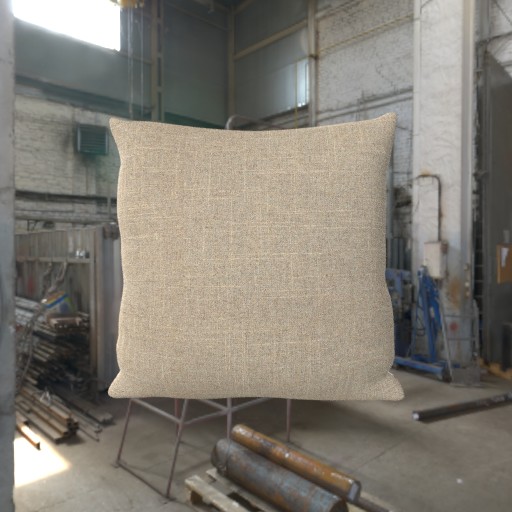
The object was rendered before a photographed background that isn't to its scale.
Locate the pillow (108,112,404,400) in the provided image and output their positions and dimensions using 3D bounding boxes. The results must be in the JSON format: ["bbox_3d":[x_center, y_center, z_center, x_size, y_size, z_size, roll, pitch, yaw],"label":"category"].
[{"bbox_3d":[0.000,0.000,0.664,0.439,0.427,0.182,0,1,0],"label":"pillow"}]
